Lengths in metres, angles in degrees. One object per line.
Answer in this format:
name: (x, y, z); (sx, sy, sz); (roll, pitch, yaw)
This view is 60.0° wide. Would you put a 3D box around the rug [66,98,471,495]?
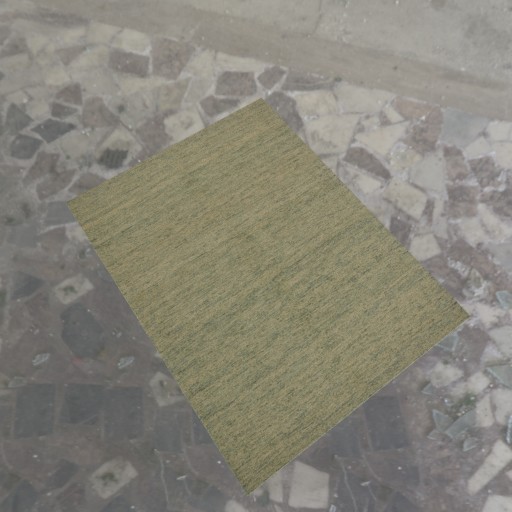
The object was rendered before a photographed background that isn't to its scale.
rug: (0.000, 0.000, 4.218); (2.437, 0.014, 3.201); (-33, 69, -14)
